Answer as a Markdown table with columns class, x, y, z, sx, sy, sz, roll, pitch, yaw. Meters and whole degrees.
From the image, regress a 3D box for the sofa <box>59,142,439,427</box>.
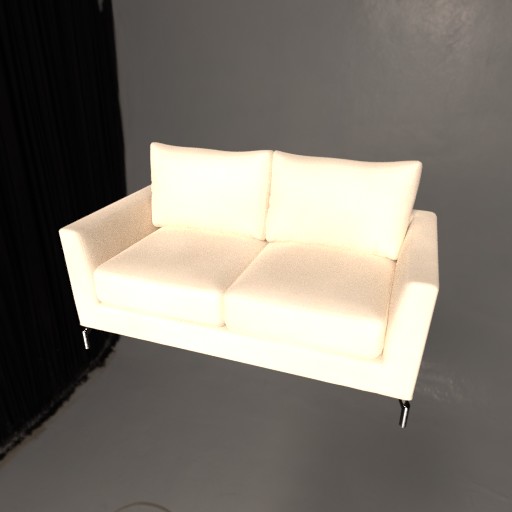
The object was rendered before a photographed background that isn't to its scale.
| class | x | y | z | sx | sy | sz | roll | pitch | yaw |
| --- | --- | --- | --- | --- | --- | --- | --- | --- | --- |
| sofa | 0.000 | 0.000 | 2.340 | 1.739 | 0.995 | 0.906 | 9 | 26 | 18 |
